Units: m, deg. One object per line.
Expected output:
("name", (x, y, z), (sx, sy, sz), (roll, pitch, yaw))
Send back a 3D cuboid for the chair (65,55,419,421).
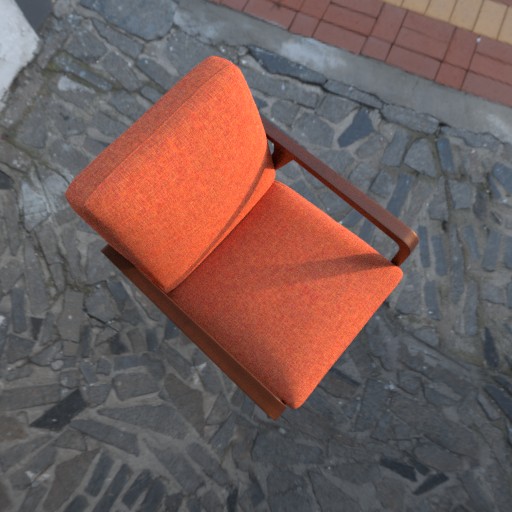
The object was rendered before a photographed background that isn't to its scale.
("chair", (0.000, 0.000, 1.515), (0.860, 0.890, 0.719), (40, 78, 10))
